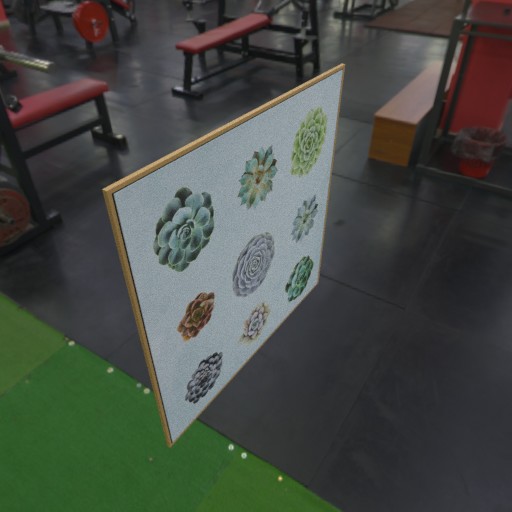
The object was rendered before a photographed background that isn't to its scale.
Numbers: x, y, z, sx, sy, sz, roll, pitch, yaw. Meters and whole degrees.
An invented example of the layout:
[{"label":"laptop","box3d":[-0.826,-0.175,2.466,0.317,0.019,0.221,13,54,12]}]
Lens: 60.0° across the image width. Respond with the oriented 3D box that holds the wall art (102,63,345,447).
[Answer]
[{"label":"wall art","box3d":[0.000,0.000,1.430,0.013,0.959,0.962,25,46,27]}]
